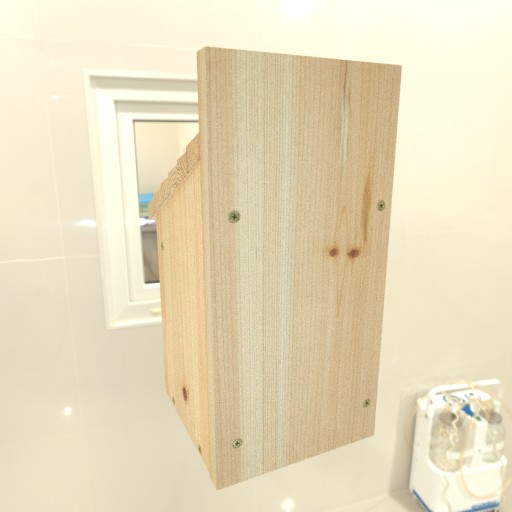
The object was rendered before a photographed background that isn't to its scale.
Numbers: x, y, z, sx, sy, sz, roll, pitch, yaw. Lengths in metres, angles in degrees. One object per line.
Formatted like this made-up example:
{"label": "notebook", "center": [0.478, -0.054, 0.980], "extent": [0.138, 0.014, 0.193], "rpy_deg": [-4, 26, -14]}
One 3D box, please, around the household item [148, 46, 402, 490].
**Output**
{"label": "household item", "center": [0.000, 0.000, 0.392], "extent": [0.149, 0.300, 0.171], "rpy_deg": [-7, 16, -25]}
